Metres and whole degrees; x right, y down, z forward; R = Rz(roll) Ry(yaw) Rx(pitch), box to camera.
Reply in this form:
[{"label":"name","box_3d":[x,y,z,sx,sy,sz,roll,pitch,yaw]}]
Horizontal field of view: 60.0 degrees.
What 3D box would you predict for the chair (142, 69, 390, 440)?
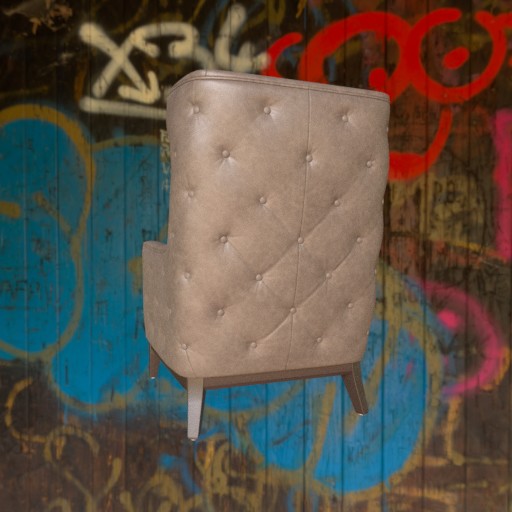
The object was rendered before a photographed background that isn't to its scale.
[{"label":"chair","box_3d":[0.000,0.000,1.666,0.769,1.079,0.899,0,1,-20]}]
